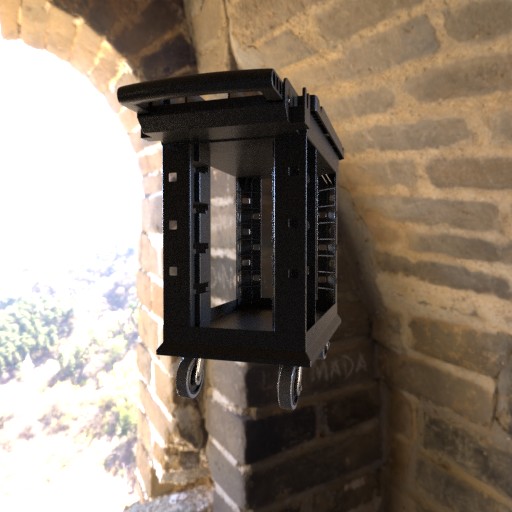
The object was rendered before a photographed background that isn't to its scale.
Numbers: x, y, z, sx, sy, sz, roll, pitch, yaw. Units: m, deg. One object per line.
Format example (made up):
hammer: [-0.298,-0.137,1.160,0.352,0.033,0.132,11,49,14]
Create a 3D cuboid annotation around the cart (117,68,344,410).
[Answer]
cart: [0.000,0.000,1.517,0.497,0.884,1.061,0,2,17]
